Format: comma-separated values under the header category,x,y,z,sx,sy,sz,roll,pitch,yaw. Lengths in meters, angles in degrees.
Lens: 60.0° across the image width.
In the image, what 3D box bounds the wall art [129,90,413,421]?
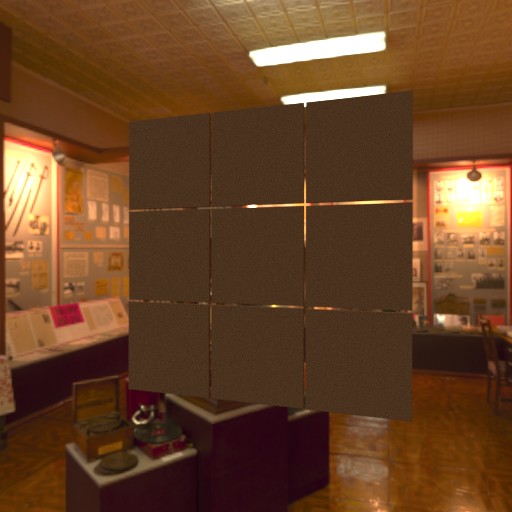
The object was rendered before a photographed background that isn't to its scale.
category,x,y,z,sx,sy,sz,roll,pitch,yaw
wall art,0.000,0.000,1.826,1.216,1.216,0.013,0,0,19
